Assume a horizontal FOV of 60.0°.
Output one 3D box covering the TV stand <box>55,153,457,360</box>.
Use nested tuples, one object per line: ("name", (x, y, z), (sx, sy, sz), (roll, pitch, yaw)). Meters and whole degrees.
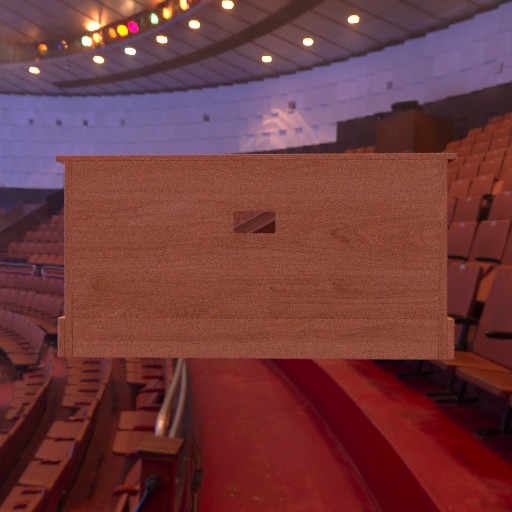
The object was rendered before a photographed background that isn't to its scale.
("TV stand", (0.000, 0.000, 1.412), (1.080, 0.550, 0.440), (0, 0, 1))
